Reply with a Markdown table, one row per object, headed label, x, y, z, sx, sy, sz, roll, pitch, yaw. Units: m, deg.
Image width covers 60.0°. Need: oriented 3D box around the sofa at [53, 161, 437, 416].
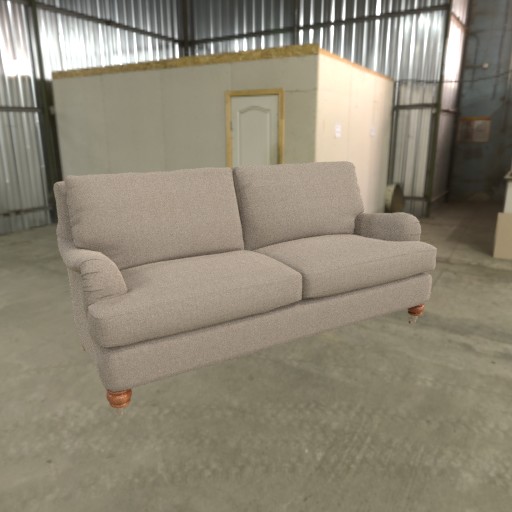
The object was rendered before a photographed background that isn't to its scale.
| label | x | y | z | sx | sy | sz | roll | pitch | yaw |
| --- | --- | --- | --- | --- | --- | --- | --- | --- | --- |
| sofa | 0.000 | 0.000 | 2.744 | 2.160 | 1.054 | 1.087 | -9 | 19 | -29 |
